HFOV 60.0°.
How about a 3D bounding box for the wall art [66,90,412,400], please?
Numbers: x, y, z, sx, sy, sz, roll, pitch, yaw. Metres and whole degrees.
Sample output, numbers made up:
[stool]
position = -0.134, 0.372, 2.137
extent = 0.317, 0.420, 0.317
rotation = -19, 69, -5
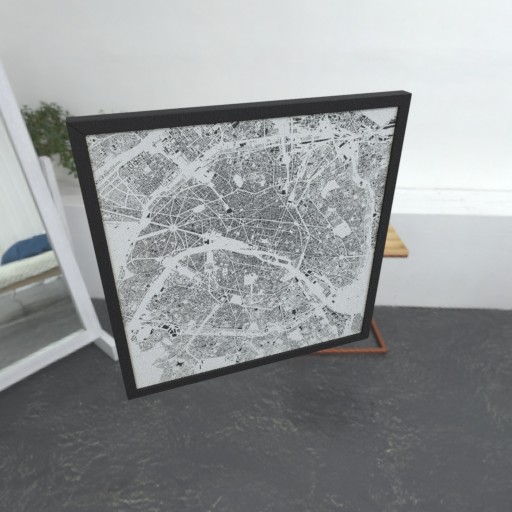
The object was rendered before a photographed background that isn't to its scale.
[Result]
[wall art]
position = 0.000, 0.000, 1.146
extent = 0.763, 0.763, 0.037
rotation = -10, 33, -16
